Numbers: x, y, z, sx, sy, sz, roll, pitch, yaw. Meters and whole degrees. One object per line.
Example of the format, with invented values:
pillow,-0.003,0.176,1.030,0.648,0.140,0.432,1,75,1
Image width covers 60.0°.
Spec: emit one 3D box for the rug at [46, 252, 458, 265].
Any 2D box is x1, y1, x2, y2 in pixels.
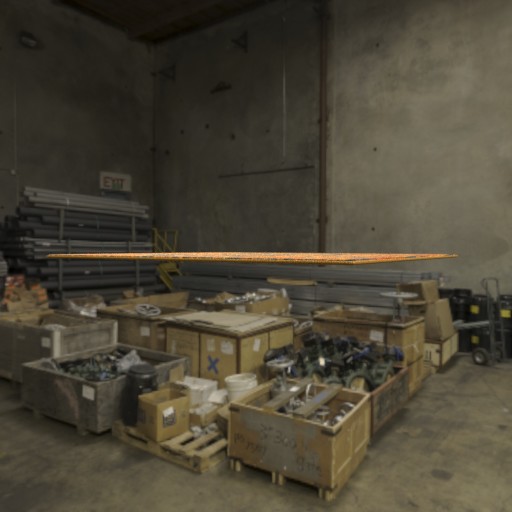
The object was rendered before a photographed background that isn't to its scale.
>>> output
rug,0.000,0.000,4.181,3.040,0.031,2.435,1,1,36
